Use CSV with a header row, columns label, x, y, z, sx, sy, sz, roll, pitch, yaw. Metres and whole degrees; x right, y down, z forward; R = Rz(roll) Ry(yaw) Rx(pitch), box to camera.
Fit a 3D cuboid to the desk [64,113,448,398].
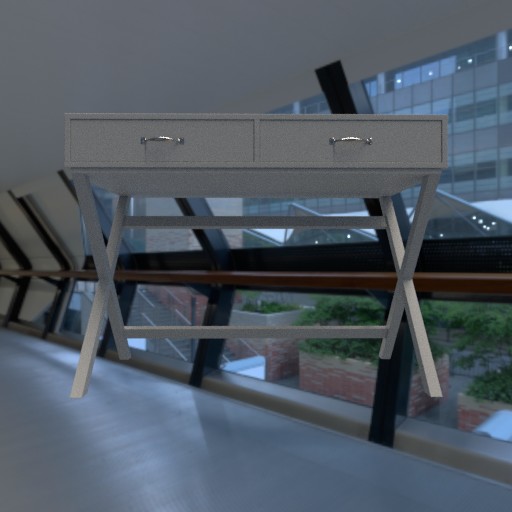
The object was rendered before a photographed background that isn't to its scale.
label,x,y,z,sx,sy,sz,roll,pitch,yaw
desk,0.000,0.000,1.461,1.057,0.780,0.525,0,0,-1
